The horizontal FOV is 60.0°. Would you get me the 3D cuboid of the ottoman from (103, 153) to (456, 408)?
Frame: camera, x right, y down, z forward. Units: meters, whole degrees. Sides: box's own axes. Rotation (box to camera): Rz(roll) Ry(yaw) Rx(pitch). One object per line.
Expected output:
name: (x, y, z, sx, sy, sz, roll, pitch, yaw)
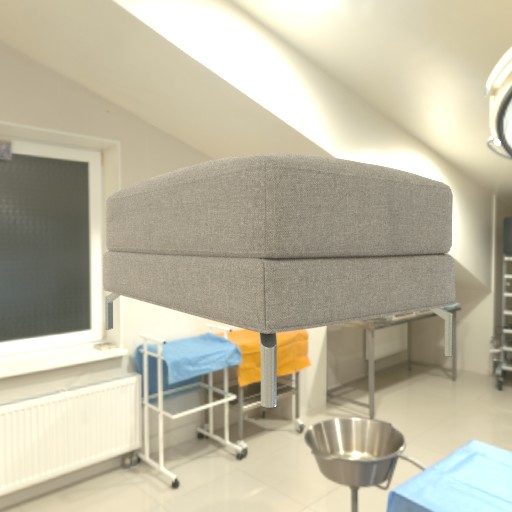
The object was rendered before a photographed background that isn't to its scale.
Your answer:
ottoman: (0.000, 0.000, 1.189, 0.584, 0.457, 0.838, -1, 2, -37)
